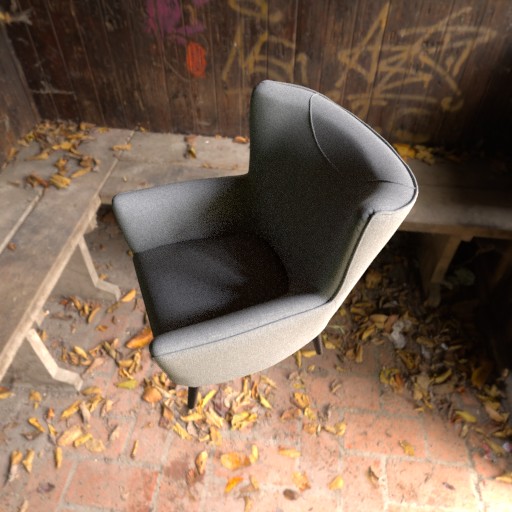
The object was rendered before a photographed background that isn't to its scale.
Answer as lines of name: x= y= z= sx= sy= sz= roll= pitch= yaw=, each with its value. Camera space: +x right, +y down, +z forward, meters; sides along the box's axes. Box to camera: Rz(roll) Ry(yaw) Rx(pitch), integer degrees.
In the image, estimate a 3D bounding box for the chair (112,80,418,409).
chair: x=0.000 y=0.000 z=1.622 sx=0.888 sy=0.933 sz=0.781 roll=-16 pitch=49 yaw=-14
